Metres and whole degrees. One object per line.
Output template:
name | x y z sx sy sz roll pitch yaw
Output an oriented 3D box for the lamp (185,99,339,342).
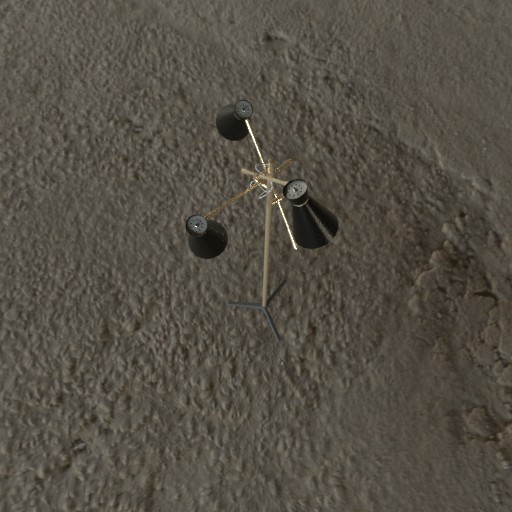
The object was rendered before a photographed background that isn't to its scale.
lamp | 0.000 0.000 2.184 0.750 1.804 0.653 34 68 16
